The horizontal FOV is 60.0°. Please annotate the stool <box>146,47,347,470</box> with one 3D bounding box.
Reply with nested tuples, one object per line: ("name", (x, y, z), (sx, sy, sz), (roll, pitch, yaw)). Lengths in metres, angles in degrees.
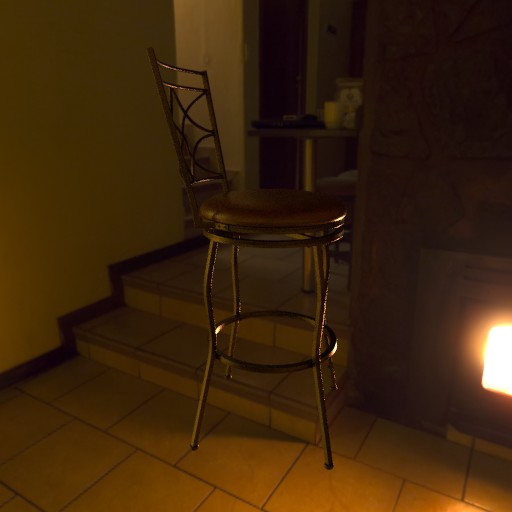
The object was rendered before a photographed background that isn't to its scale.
("stool", (0.000, 0.000, 1.359), (0.534, 1.117, 0.434), (3, 16, 11))
